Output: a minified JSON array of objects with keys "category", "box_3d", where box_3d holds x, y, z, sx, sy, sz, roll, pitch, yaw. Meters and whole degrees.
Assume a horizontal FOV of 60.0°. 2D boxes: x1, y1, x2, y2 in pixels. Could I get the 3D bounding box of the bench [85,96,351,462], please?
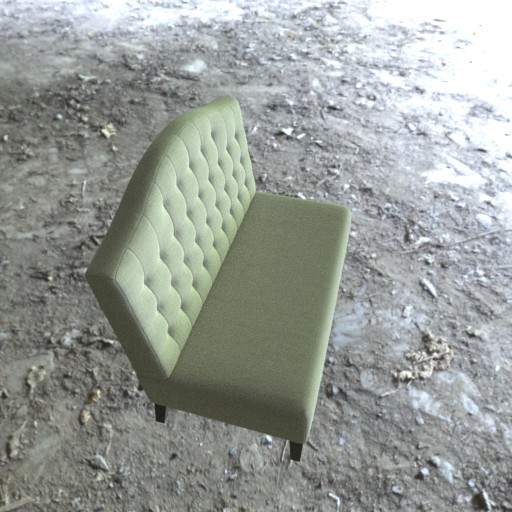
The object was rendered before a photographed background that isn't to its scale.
[{"category":"bench","box_3d":[0.000,0.000,2.102,0.815,1.180,1.335,11,46,11]}]
